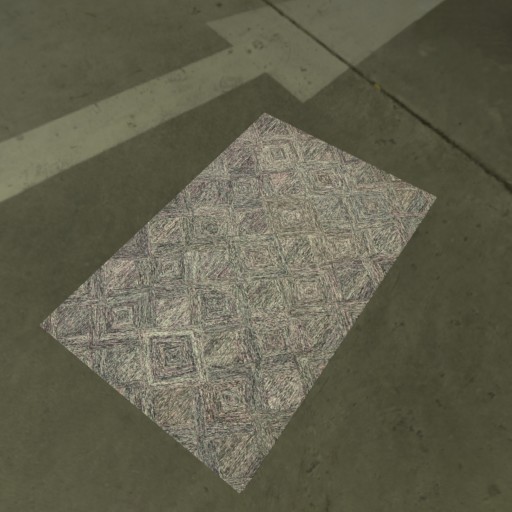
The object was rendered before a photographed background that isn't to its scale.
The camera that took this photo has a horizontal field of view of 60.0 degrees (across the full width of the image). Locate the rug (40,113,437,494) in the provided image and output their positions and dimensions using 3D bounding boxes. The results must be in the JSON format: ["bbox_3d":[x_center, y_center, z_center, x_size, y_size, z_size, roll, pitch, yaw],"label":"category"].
[{"bbox_3d":[0.000,0.000,2.884,1.501,0.017,2.298,32,63,18],"label":"rug"}]
